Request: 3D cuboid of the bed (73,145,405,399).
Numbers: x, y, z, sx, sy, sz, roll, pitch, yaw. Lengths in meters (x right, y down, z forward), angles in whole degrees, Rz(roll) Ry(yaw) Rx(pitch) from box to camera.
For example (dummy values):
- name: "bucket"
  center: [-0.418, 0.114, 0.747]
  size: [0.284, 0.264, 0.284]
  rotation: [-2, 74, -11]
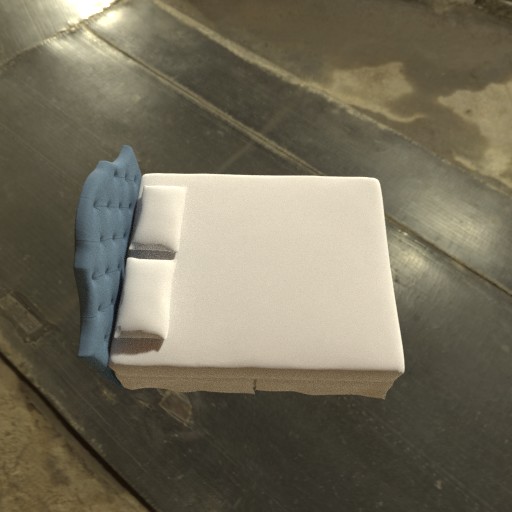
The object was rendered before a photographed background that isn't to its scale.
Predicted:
- name: "bed"
  center: [0.000, 0.000, 3.793]
  size: [2.477, 1.617, 2.039]
  rotation: [1, 62, 1]
